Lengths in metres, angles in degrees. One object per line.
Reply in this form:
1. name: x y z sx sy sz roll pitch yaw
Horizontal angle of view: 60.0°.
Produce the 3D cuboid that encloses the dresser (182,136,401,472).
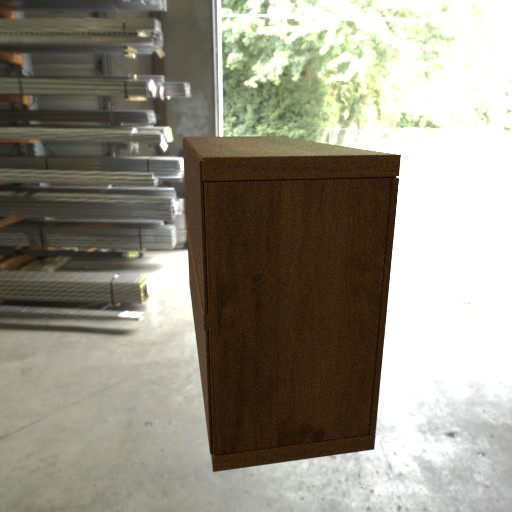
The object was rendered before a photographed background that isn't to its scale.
1. dresser: 0.000 0.000 1.660 0.479 0.825 1.261 -3 17 -10
